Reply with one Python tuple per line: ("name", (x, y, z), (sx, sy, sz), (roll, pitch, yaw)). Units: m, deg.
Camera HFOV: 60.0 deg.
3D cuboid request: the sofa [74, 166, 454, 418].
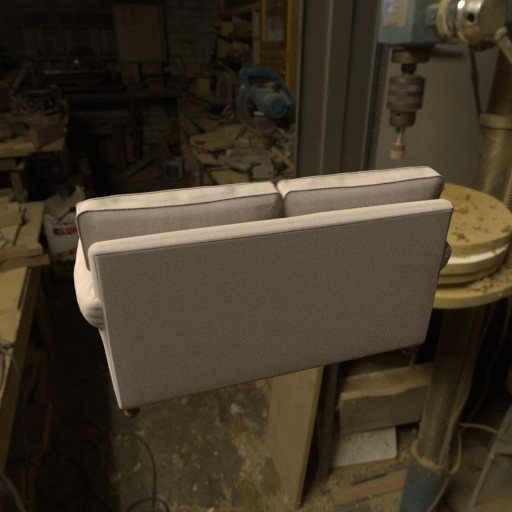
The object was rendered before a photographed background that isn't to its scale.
("sofa", (0.000, 0.000, 2.220), (1.665, 0.937, 0.964), (-8, 28, -16))
